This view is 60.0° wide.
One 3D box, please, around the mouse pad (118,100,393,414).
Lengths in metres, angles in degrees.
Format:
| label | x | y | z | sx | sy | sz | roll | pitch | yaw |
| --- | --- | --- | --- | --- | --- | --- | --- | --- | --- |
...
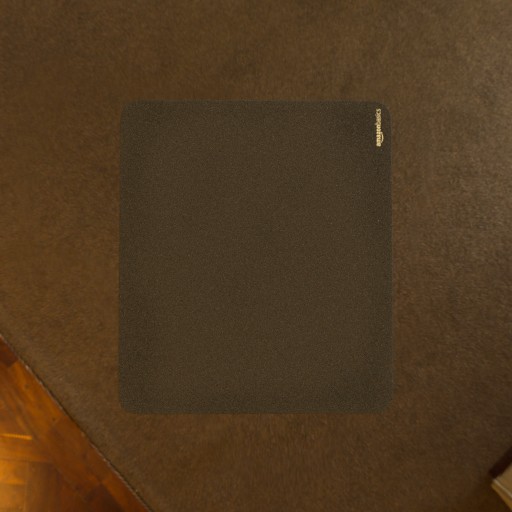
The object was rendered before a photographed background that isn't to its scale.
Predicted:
| label | x | y | z | sx | sy | sz | roll | pitch | yaw |
| --- | --- | --- | --- | --- | --- | --- | --- | --- | --- |
| mouse pad | 0.000 | 0.000 | 0.638 | 0.393 | 0.002 | 0.451 | 0 | 89 | 0 |
